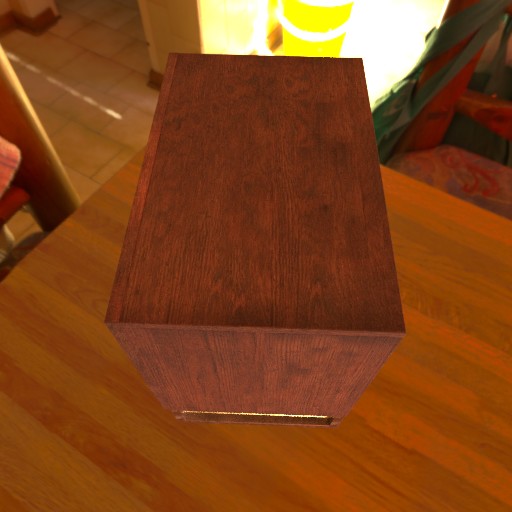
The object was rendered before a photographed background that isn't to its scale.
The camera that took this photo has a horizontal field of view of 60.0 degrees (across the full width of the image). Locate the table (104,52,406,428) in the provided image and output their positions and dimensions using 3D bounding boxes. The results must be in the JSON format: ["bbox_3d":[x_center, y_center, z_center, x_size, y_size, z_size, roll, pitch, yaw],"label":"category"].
[{"bbox_3d":[0.000,0.000,1.258,0.542,0.746,0.767,2,57,1],"label":"table"}]
